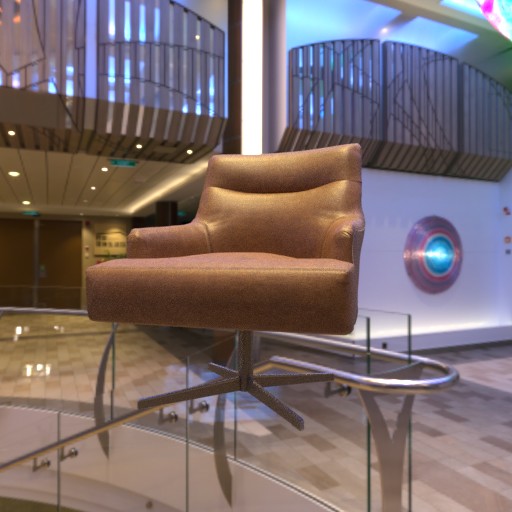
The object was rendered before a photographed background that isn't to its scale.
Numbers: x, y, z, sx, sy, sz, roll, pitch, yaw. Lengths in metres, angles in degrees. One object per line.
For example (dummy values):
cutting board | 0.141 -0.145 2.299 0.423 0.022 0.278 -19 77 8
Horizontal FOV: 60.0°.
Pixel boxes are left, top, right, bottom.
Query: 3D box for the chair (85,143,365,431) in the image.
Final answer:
chair | 0.000 0.000 1.490 0.729 0.869 0.874 0 0 19
